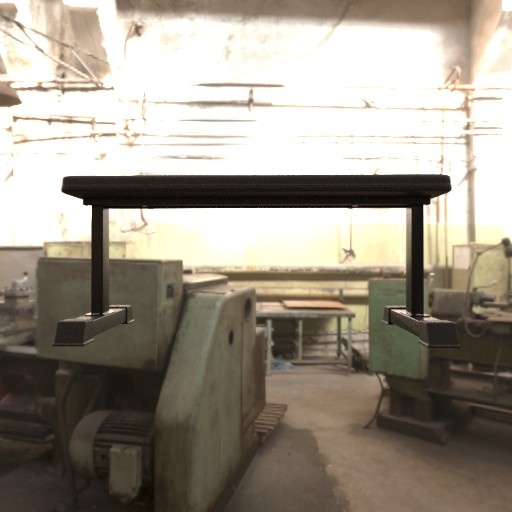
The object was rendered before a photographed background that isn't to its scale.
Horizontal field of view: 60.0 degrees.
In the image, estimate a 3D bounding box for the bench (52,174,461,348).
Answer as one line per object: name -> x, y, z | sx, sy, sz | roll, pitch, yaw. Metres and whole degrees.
bench -> 0.000, 0.000, 1.316 | 1.072, 0.453, 0.439 | 0, 0, 1
